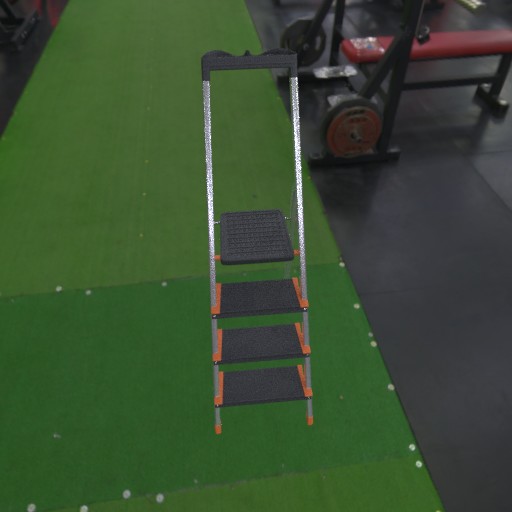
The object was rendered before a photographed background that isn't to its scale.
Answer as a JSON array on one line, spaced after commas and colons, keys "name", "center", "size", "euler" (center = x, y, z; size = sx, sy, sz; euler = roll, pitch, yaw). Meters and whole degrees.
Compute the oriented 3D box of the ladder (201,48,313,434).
[{"name": "ladder", "center": [0.000, 0.000, 1.813], "size": [0.452, 1.429, 0.834], "euler": [-4, 46, -4]}]
